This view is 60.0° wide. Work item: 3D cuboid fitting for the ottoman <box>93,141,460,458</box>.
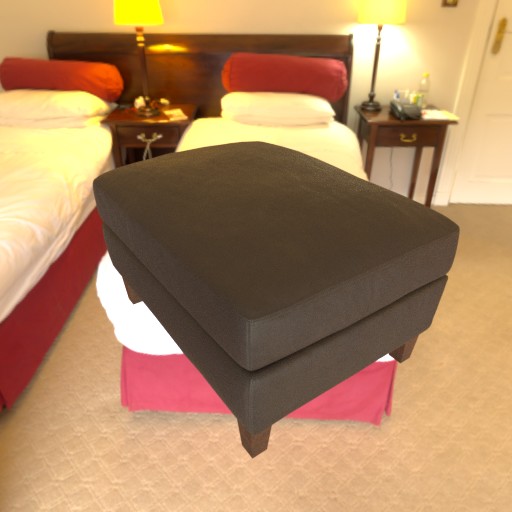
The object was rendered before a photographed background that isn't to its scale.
[{"bbox_3d":[0.000,0.000,1.300,0.659,0.529,0.887,-20,37,-30],"label":"ottoman"}]
